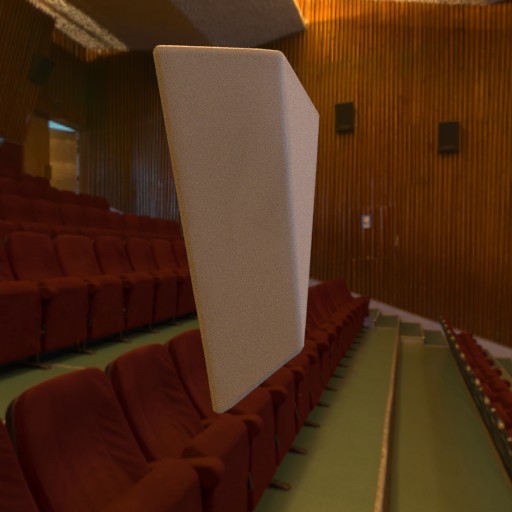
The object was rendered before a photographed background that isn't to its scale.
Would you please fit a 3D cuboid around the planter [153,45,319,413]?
[{"bbox_3d":[0.000,0.000,0.270,0.060,0.197,0.150,0,0,18],"label":"planter"}]
